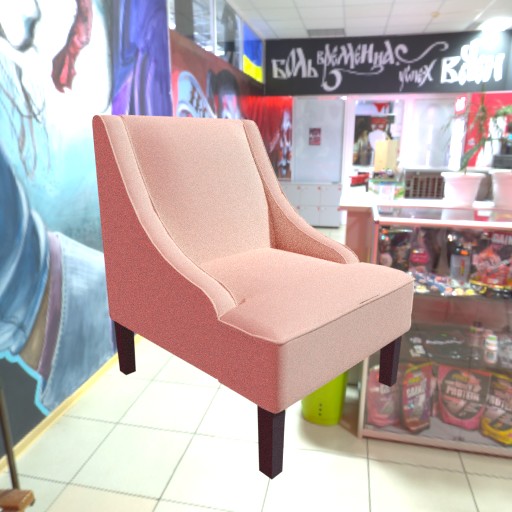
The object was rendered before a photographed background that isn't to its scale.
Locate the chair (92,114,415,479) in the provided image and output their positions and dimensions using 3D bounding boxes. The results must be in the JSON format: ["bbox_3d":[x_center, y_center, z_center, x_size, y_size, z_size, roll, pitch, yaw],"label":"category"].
[{"bbox_3d":[0.000,0.000,1.448,0.806,0.886,0.689,14,21,43],"label":"chair"}]
